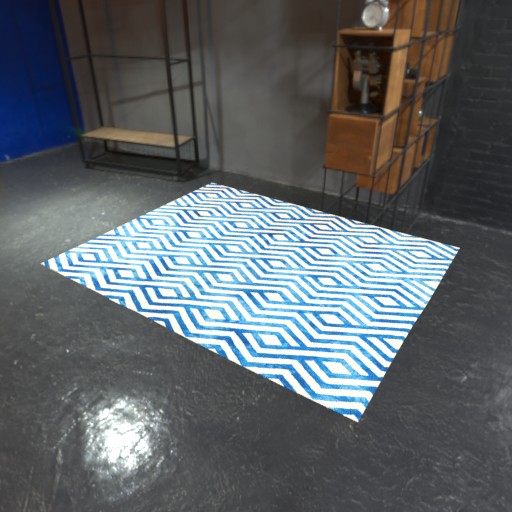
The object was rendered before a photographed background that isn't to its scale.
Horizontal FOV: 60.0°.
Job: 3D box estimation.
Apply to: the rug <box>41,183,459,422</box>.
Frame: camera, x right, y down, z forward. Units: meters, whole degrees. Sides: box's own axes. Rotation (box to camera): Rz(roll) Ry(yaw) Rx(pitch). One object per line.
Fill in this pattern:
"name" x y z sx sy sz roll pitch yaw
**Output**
"rug" 0.000 0.000 4.126 3.059 0.008 2.453 19 35 29
